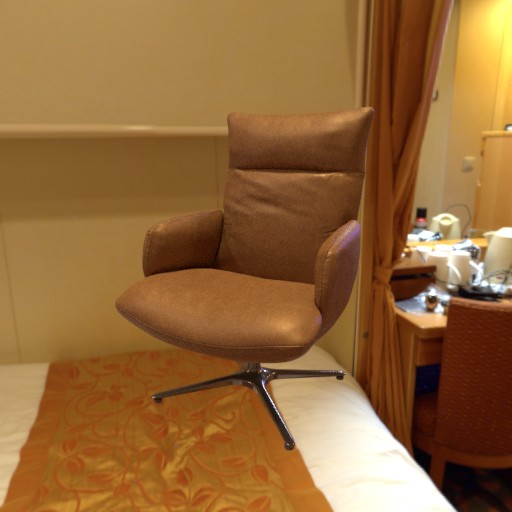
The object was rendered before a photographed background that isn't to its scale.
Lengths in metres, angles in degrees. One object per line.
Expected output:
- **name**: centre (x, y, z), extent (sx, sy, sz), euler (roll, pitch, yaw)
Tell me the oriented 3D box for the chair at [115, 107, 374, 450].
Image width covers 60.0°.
- **chair**: centre (0.000, 0.000, 1.568), extent (0.711, 1.027, 0.794), euler (8, 16, 28)
